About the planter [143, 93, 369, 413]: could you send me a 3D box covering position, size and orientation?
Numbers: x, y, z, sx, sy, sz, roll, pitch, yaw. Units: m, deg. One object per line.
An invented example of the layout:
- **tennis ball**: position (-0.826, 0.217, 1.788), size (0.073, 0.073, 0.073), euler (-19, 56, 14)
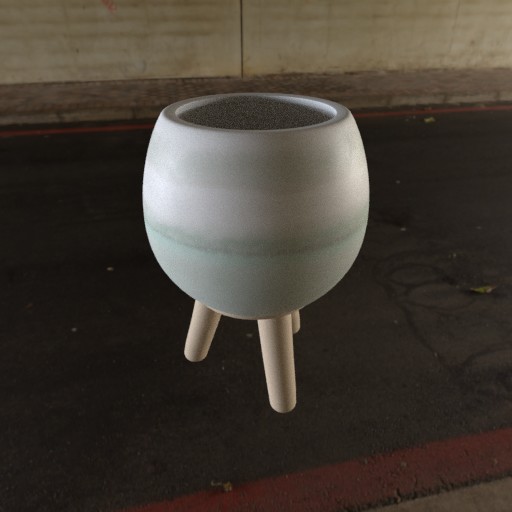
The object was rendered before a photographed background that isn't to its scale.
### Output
- **planter**: position (0.000, 0.000, 0.348), size (0.161, 0.224, 0.161), euler (0, 30, 0)
